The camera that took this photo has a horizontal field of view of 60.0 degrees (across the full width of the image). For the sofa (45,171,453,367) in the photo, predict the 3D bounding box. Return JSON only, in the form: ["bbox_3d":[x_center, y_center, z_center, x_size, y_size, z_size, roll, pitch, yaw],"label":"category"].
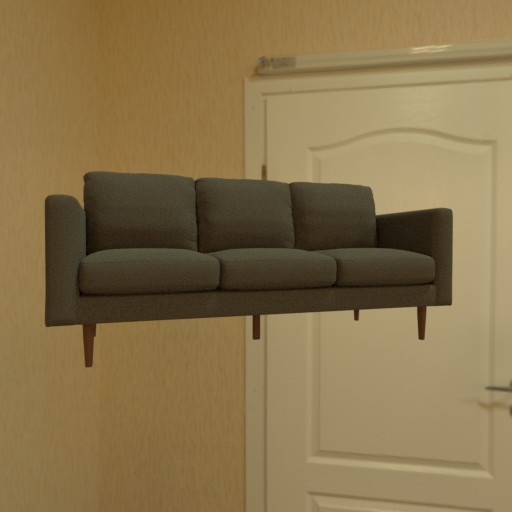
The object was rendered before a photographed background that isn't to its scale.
[{"bbox_3d":[0.000,0.000,2.430,2.029,0.912,0.802,0,1,-19],"label":"sofa"}]
